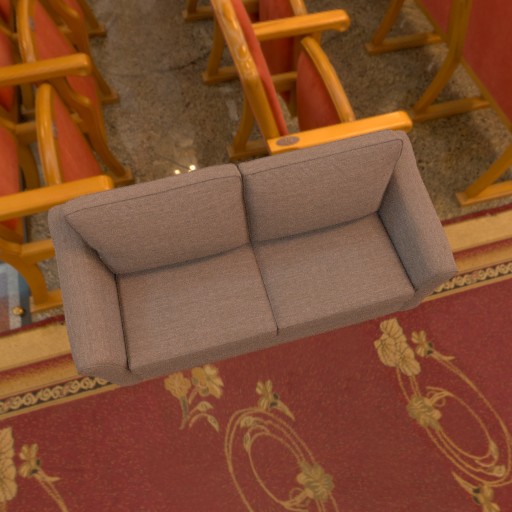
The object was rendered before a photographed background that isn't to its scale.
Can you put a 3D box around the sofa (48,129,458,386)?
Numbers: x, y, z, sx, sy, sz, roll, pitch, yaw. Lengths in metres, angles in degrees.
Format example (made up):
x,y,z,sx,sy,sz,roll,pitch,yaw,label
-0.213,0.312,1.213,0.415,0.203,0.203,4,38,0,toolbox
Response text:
x,y,z,sx,sy,sz,roll,pitch,yaw,label
0.000,0.000,2.742,2.270,0.965,0.980,-14,64,-7,sofa
